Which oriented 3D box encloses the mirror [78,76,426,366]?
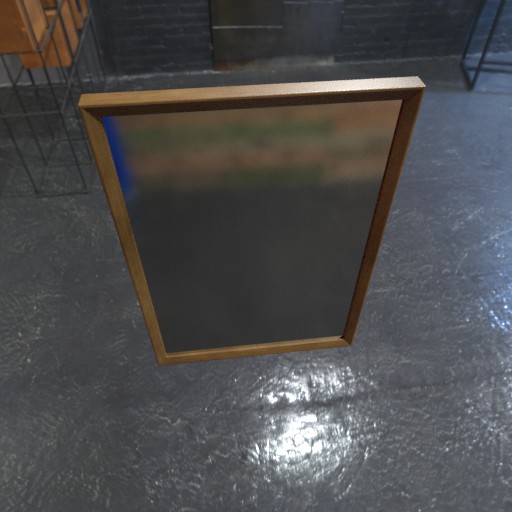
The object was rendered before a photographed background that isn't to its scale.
[{"bbox_3d":[0.000,0.000,0.910,0.508,0.711,0.039,-5,46,-5],"label":"mirror"}]
